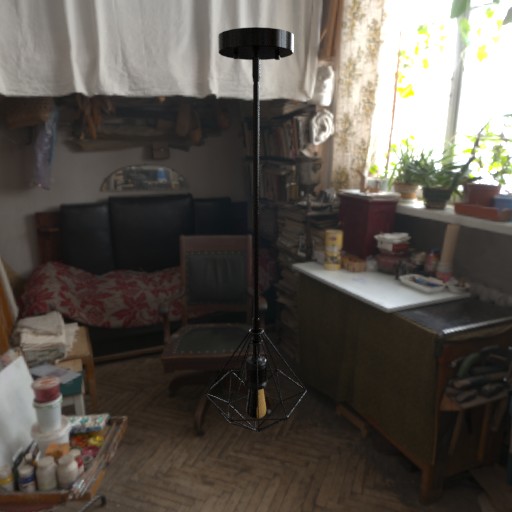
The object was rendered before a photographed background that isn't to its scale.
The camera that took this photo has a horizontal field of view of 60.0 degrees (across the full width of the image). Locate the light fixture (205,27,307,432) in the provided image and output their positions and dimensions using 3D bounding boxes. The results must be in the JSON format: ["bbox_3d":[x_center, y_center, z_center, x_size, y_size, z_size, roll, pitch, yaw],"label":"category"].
[{"bbox_3d":[0.000,0.000,1.948,0.431,1.764,0.487,7,16,26],"label":"light fixture"}]
